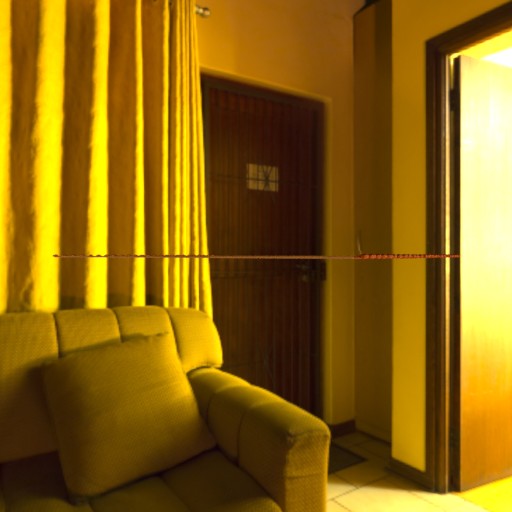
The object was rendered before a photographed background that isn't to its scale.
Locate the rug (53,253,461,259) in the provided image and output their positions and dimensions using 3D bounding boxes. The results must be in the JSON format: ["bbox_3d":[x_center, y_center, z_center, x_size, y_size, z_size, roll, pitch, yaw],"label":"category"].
[{"bbox_3d":[0.000,0.000,4.500,3.369,0.035,2.451,0,0,36],"label":"rug"}]
